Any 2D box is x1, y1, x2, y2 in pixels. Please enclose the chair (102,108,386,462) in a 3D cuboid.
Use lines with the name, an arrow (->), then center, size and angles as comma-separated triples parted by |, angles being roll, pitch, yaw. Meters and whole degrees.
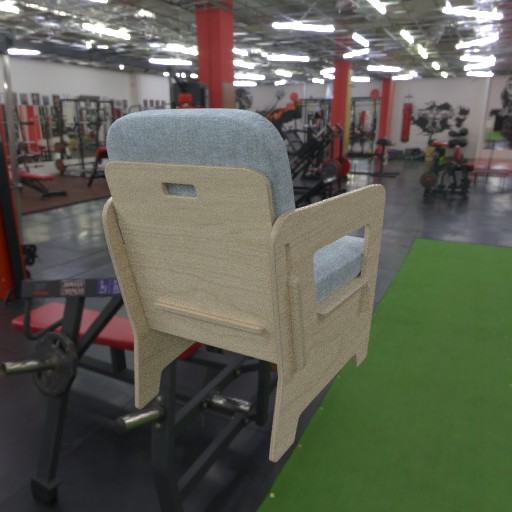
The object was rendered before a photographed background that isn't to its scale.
chair -> 0.000, 0.000, 1.290 | 0.590, 0.800, 0.710 | 9, 19, 27
